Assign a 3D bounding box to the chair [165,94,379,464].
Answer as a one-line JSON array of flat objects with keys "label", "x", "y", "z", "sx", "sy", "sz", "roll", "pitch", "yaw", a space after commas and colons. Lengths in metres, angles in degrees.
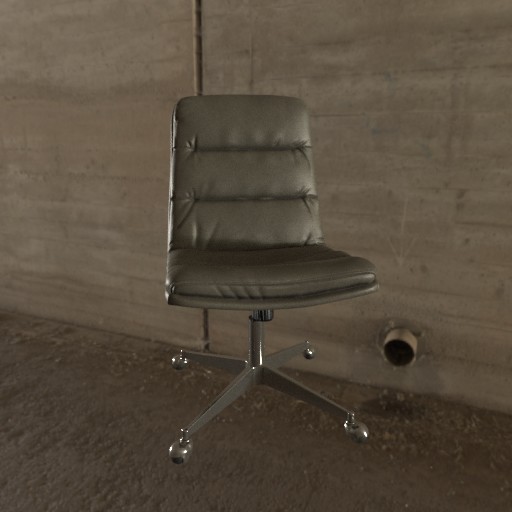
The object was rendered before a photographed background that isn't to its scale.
[{"label": "chair", "x": 0.000, "y": 0.000, "z": 1.019, "sx": 0.422, "sy": 0.738, "sz": 0.485, "roll": -3, "pitch": 15, "yaw": -10}]
